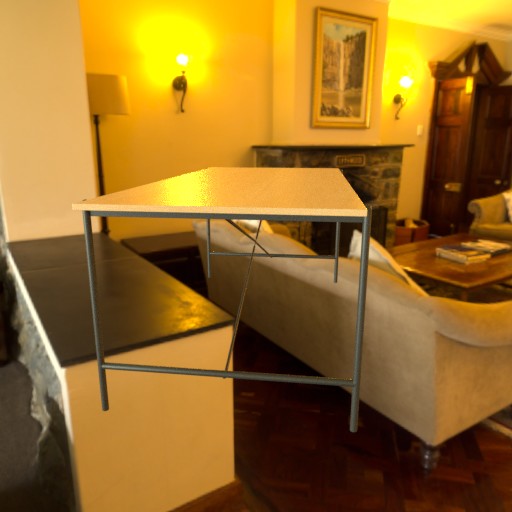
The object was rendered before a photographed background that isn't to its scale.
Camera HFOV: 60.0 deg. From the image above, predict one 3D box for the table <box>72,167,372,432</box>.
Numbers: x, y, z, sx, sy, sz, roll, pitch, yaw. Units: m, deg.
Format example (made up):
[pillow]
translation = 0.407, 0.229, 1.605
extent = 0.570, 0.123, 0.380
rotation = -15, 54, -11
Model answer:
[table]
translation = 0.000, 0.000, 2.213
extent = 0.900, 0.758, 1.800
rotation = 2, 15, 7
